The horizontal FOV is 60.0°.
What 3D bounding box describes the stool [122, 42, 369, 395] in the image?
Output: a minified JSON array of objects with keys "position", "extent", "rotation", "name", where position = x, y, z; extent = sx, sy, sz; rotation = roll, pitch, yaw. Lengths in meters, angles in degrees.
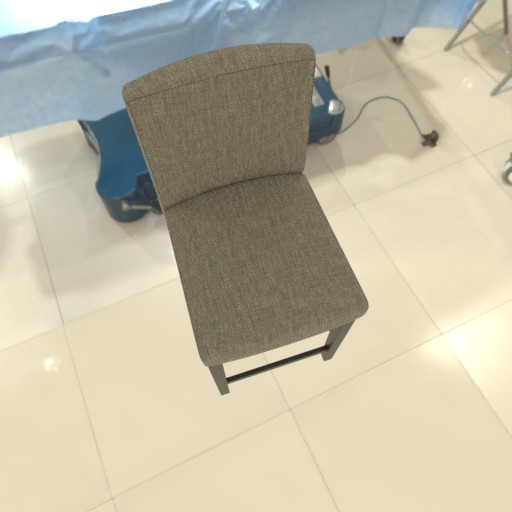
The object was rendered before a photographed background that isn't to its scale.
[{"position":[0.000,0.000,1.269],"extent":[0.451,0.966,0.552],"rotation":[-16,64,-8],"name":"stool"}]
